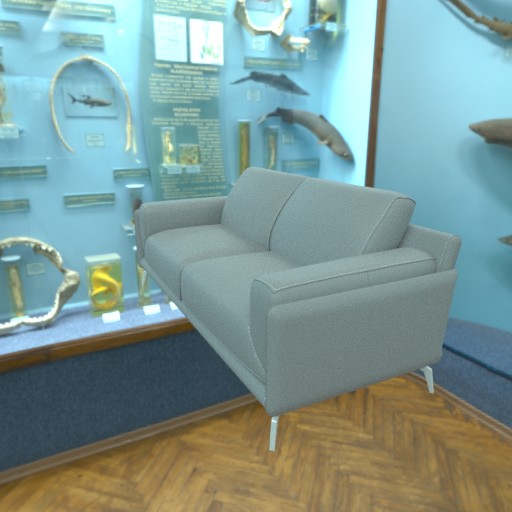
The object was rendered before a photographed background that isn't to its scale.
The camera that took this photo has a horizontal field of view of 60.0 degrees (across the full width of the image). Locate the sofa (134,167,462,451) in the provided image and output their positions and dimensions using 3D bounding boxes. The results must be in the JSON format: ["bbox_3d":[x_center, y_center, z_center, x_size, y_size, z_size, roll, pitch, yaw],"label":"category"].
[{"bbox_3d":[0.000,0.000,2.618,0.969,0.900,2.100,-8,19,-26],"label":"sofa"}]
